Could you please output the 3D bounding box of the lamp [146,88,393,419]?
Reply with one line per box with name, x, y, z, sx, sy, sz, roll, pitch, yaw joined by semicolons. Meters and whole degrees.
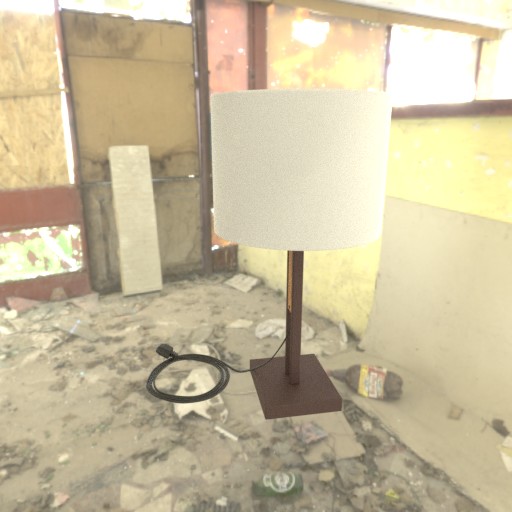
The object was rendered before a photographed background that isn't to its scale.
lamp;0.000;0.000;0.982;0.525;0.668;0.396;-3;17;-10
